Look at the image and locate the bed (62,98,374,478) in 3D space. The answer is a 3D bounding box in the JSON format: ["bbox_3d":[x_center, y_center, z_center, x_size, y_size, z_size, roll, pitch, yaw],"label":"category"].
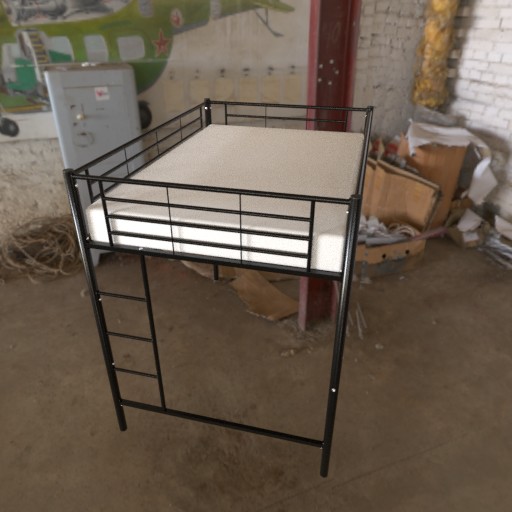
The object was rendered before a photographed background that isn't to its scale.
[{"bbox_3d":[0.000,0.000,3.216,1.397,1.803,1.994,7,30,12],"label":"bed"}]
